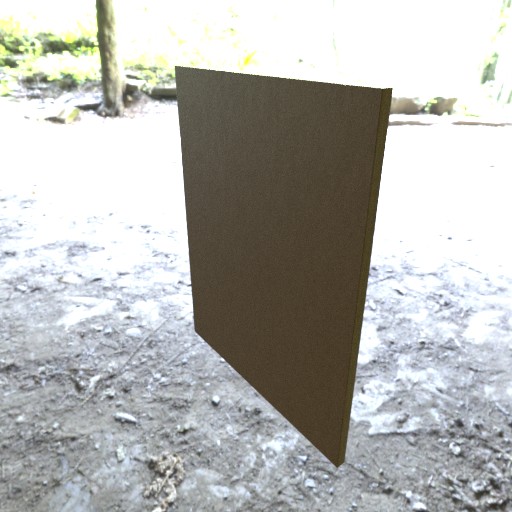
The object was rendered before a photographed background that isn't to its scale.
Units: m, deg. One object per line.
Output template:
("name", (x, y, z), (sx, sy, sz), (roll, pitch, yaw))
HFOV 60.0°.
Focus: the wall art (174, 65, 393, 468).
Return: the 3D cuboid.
("wall art", (0.000, 0.000, 1.313), (0.030, 1.002, 0.798), (-19, 32, -32))
